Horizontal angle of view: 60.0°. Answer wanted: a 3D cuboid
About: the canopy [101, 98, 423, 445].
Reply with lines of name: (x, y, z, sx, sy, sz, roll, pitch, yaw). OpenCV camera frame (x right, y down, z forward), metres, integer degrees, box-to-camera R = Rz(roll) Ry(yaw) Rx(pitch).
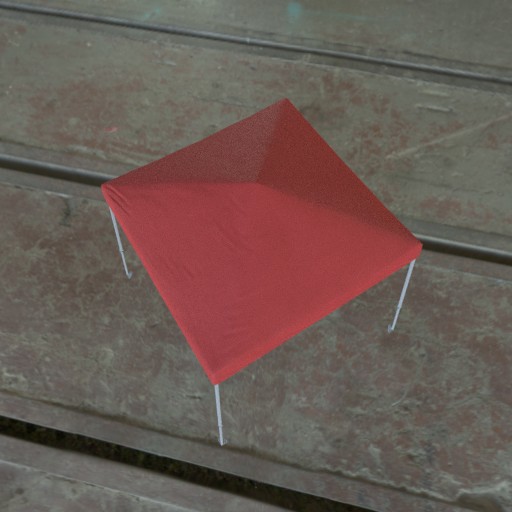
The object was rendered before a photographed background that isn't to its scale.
canopy: (0.000, 0.000, 6.639, 3.599, 3.600, 3.600, -29, 66, -14)
